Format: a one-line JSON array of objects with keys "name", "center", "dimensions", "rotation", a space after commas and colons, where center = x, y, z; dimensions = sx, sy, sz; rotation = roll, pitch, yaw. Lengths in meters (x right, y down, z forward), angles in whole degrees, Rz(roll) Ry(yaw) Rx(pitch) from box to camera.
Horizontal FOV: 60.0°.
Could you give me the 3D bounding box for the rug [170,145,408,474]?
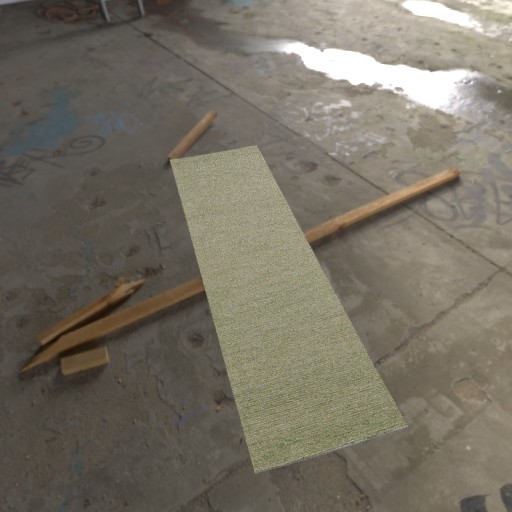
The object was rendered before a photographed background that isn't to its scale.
[{"name": "rug", "center": [0.000, 0.000, 2.615], "dimensions": [0.686, 0.013, 2.340], "rotation": [-12, 47, -11]}]
